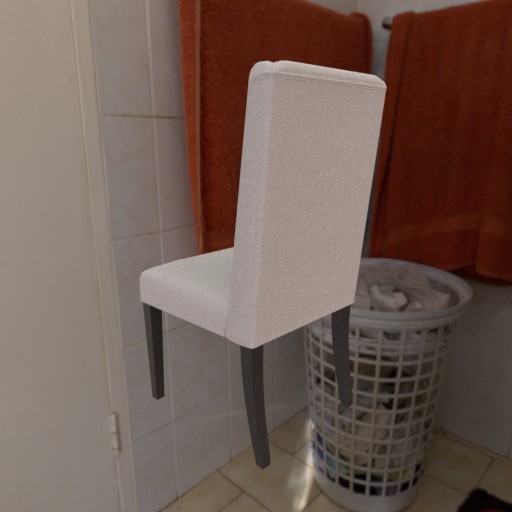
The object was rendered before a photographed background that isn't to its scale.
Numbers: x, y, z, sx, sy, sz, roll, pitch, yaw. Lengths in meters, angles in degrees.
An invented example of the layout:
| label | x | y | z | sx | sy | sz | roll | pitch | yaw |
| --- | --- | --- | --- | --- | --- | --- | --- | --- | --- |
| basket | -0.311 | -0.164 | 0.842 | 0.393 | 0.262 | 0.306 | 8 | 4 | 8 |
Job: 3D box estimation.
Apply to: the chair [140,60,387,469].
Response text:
| label | x | y | z | sx | sy | sz | roll | pitch | yaw |
| --- | --- | --- | --- | --- | --- | --- | --- | --- | --- |
| chair | 0.000 | 0.000 | 1.281 | 0.474 | 0.961 | 0.523 | -15 | 21 | -42 |
